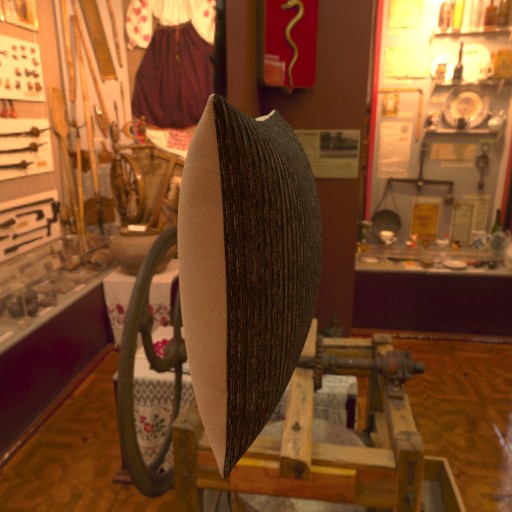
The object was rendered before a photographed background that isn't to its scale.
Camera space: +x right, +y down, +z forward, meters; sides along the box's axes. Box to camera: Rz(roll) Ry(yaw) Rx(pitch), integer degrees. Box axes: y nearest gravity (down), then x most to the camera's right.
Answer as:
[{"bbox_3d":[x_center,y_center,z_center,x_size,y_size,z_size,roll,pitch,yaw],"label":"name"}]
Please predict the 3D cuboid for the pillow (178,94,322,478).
[{"bbox_3d":[0.000,0.000,0.668,0.196,0.434,0.433,3,17,10],"label":"pillow"}]
